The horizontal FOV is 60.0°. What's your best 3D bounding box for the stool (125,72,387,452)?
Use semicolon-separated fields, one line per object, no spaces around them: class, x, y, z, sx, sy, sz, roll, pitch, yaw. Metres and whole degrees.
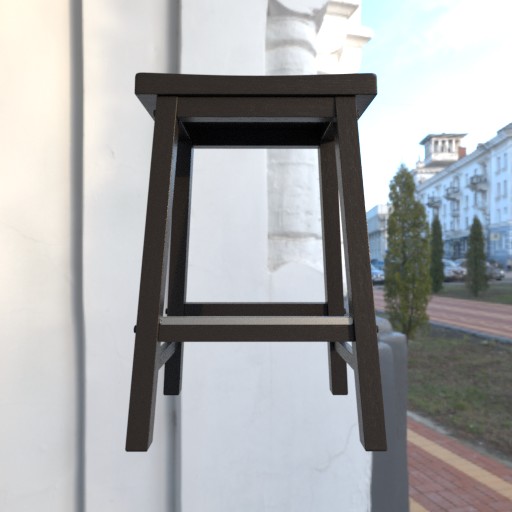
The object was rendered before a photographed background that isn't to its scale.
stool;0.000;0.000;0.849;0.406;0.610;0.322;0;-1;0
